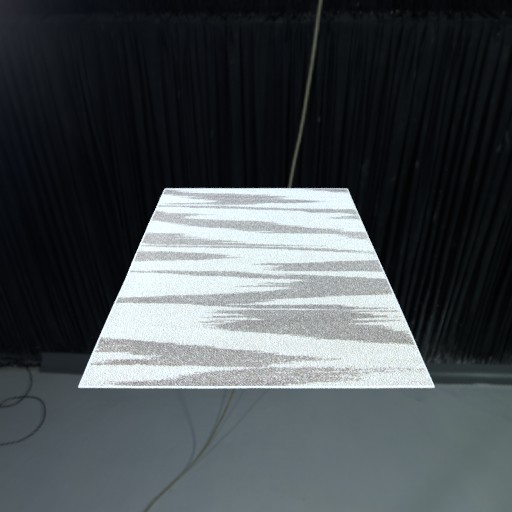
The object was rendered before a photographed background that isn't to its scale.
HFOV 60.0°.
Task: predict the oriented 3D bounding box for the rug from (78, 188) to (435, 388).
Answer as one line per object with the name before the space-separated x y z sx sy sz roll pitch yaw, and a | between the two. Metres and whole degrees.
rug | 0.000 0.000 2.799 1.533 0.010 2.142 0 32 0
